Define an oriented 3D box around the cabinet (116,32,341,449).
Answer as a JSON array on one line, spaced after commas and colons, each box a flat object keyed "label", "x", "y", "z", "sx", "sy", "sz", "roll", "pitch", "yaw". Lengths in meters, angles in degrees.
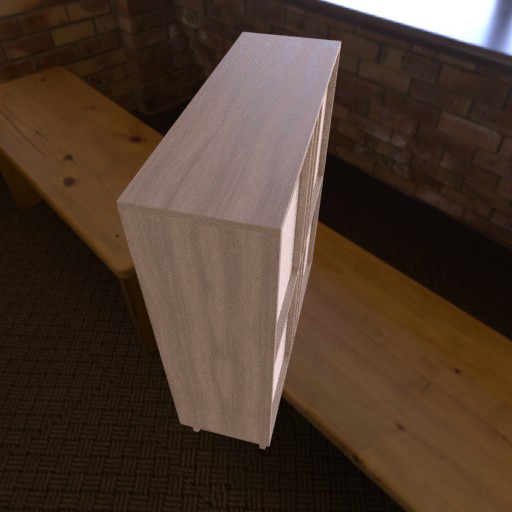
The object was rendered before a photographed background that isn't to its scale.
[{"label": "cabinet", "x": 0.000, "y": 0.000, "z": 1.880, "sx": 0.398, "sy": 1.388, "sz": 1.111, "roll": 10, "pitch": 47, "yaw": 10}]
